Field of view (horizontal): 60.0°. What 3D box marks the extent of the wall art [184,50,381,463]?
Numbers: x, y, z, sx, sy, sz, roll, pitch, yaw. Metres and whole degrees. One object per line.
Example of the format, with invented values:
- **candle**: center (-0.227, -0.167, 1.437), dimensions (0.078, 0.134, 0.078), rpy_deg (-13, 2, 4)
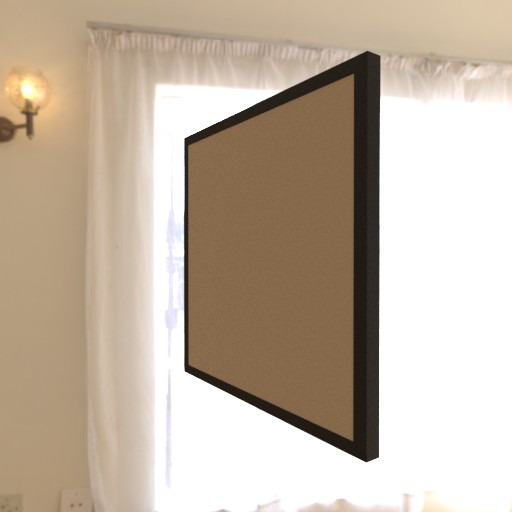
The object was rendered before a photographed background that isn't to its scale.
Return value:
- **wall art**: center (0.000, 0.000, 0.456), dimensions (0.015, 0.304, 0.306), rpy_deg (0, 1, -35)
